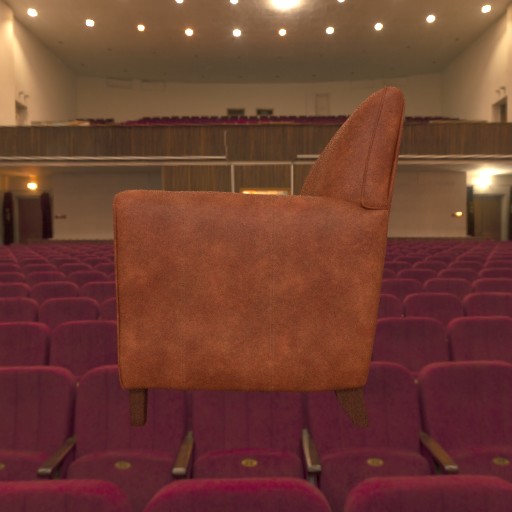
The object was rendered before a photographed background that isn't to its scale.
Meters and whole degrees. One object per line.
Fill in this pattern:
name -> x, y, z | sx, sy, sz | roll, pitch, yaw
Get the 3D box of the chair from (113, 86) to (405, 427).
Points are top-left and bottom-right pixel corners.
chair -> 0.000, 0.000, 1.597 | 0.823, 0.943, 0.870 | 0, 2, 0
